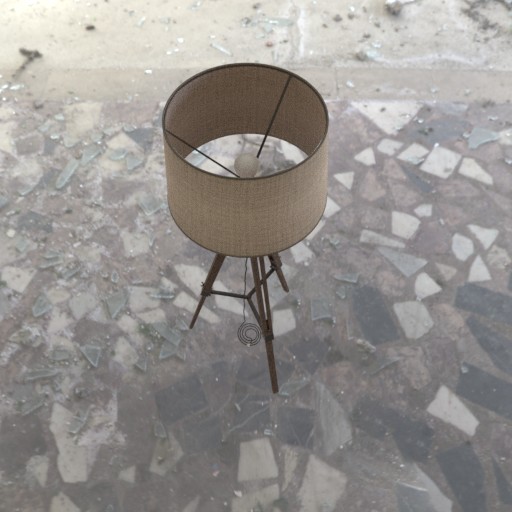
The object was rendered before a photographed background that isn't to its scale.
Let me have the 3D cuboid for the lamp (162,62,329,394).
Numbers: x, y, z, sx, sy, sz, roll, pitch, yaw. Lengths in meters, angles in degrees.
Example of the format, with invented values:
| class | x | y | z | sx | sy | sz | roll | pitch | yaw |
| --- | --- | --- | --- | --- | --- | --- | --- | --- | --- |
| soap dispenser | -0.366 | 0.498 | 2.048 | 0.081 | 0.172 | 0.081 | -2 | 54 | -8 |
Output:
| class | x | y | z | sx | sy | sz | roll | pitch | yaw |
| --- | --- | --- | --- | --- | --- | --- | --- | --- | --- |
| lamp | 0.000 | 0.000 | 1.788 | 0.604 | 1.510 | 0.587 | 32 | 64 | 18 |
